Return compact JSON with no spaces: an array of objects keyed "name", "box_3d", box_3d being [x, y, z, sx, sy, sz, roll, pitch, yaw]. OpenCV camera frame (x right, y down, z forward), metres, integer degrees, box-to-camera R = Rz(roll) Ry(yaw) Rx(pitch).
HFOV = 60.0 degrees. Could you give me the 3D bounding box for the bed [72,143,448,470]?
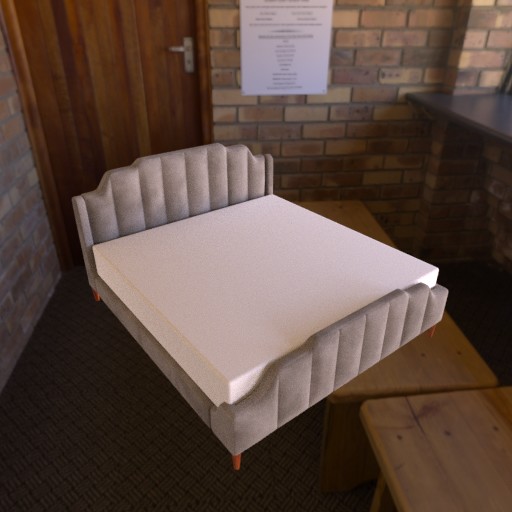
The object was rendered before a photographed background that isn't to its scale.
[{"name":"bed","box_3d":[0.000,0.000,3.610,2.074,1.245,2.340,-21,35,-33]}]
